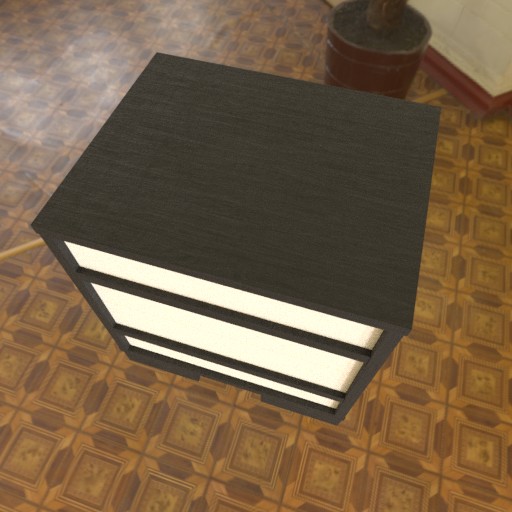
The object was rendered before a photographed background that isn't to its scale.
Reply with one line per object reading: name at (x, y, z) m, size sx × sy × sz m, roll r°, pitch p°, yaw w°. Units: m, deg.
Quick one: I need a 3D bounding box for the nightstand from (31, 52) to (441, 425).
nightstand at (0.000, 0.000, 0.743) m, size 0.427 × 0.448 × 0.347 m, roll 15°, pitch 59°, yaw 9°
